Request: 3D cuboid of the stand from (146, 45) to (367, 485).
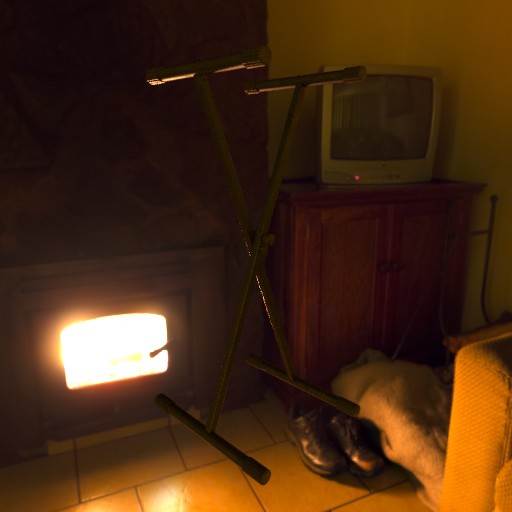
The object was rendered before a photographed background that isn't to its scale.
[{"bbox_3d":[0.000,0.000,1.187,0.409,0.940,0.449,-14,20,-42],"label":"stand"}]
